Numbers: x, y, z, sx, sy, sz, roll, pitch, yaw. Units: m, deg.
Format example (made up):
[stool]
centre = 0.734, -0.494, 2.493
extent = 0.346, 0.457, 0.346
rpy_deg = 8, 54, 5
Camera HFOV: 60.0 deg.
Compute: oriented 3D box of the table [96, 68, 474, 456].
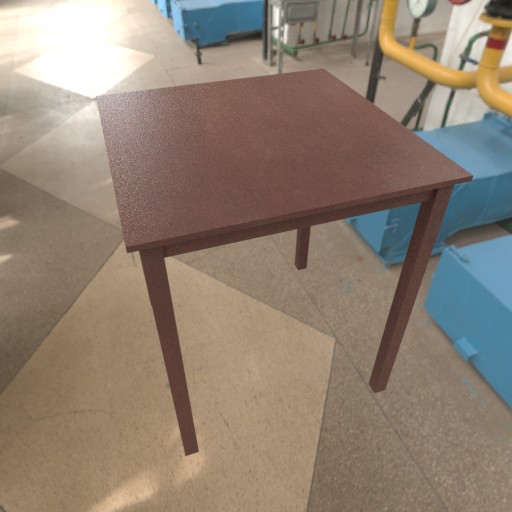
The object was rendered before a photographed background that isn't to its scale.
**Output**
[table]
centre = 0.000, 0.000, 1.640
extent = 0.861, 0.991, 0.861
rpy_deg = -13, 42, -14
